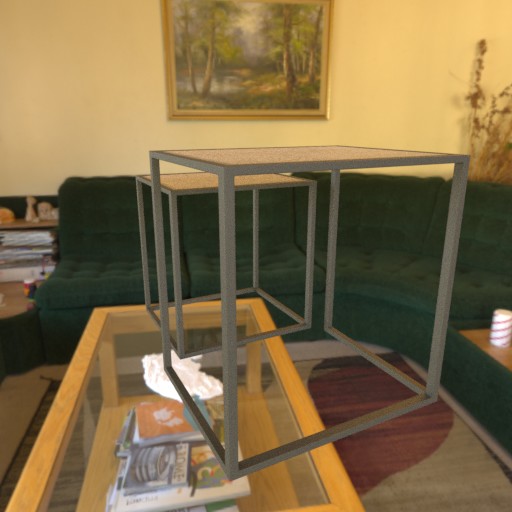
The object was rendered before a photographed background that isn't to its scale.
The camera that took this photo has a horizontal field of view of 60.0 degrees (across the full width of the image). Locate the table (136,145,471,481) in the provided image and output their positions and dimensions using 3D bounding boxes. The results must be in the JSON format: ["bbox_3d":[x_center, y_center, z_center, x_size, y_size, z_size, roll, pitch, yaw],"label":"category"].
[{"bbox_3d":[0.000,0.000,1.140,0.508,0.540,0.788,-8,19,-26],"label":"table"}]
